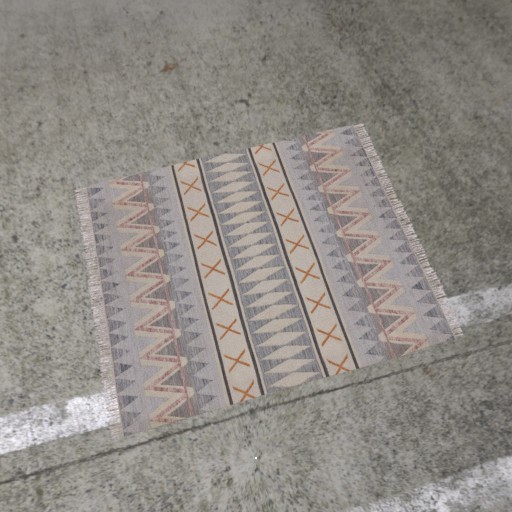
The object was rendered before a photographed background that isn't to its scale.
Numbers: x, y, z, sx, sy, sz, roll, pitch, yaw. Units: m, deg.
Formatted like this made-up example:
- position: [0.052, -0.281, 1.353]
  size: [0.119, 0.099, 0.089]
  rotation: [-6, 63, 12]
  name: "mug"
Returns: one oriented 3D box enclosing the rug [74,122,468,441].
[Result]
- position: [0.000, 0.000, 3.982]
  size: [3.000, 0.012, 2.371]
  rotation: [-14, 66, -7]
  name: "rug"
